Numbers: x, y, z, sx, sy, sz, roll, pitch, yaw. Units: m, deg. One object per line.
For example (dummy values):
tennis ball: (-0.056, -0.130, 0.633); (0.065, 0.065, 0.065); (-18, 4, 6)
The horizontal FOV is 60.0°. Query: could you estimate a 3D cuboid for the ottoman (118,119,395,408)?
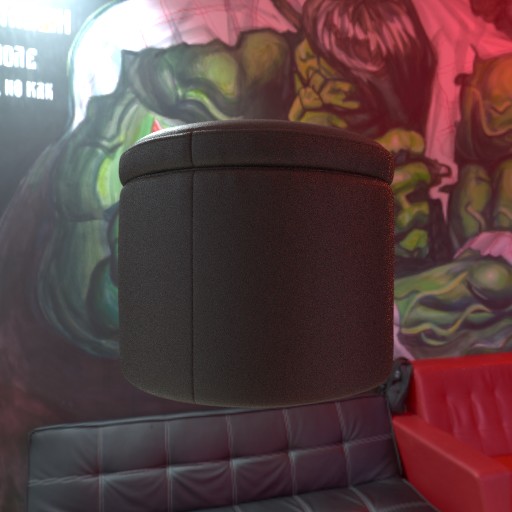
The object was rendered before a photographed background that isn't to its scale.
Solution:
ottoman: (0.000, 0.000, 0.838); (0.500, 0.409, 0.500); (0, 0, 0)
